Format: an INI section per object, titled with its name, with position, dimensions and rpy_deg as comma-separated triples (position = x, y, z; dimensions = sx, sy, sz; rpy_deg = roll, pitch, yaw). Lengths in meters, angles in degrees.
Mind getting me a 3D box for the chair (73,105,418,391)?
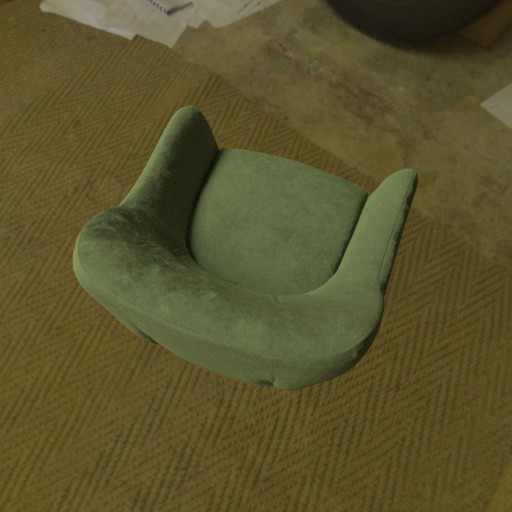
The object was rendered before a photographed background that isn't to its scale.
[chair]
position = 0.000, 0.000, 1.478
dimensions = 0.840, 0.804, 0.819
rpy_deg = 19, 65, 9
